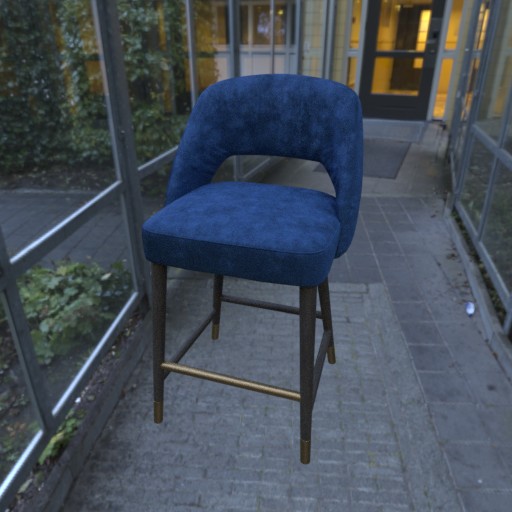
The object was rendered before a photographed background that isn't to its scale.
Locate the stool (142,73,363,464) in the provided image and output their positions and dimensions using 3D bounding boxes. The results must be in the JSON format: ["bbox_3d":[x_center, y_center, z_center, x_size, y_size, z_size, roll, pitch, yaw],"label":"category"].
[{"bbox_3d":[0.000,0.000,1.253,0.536,0.925,0.524,8,27,16],"label":"stool"}]
